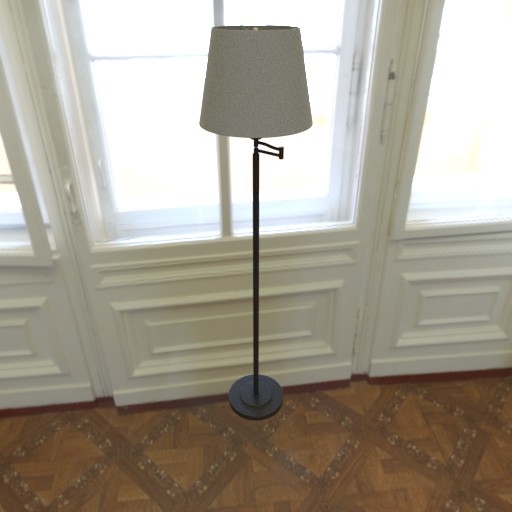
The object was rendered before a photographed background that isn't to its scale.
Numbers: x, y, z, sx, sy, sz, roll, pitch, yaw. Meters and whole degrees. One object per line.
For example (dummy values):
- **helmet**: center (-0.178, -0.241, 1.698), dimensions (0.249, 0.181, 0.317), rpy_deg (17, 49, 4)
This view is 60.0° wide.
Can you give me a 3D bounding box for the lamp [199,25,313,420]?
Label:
- **lamp**: center (0.000, 0.000, 1.604), dimensions (0.348, 1.473, 0.348), rpy_deg (21, 37, 32)
